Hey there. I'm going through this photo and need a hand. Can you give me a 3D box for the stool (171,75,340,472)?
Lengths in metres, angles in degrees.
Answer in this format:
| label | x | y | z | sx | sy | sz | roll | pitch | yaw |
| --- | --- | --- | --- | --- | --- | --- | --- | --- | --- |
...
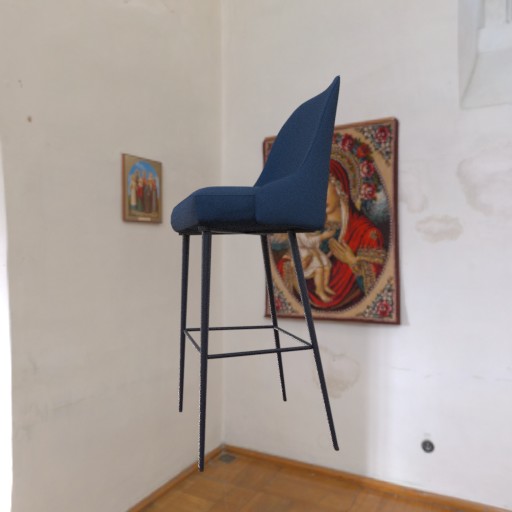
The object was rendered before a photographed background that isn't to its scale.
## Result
| label | x | y | z | sx | sy | sz | roll | pitch | yaw |
| --- | --- | --- | --- | --- | --- | --- | --- | --- | --- |
| stool | 0.000 | 0.000 | 1.381 | 0.489 | 1.079 | 0.527 | 0 | 1 | -17 |
